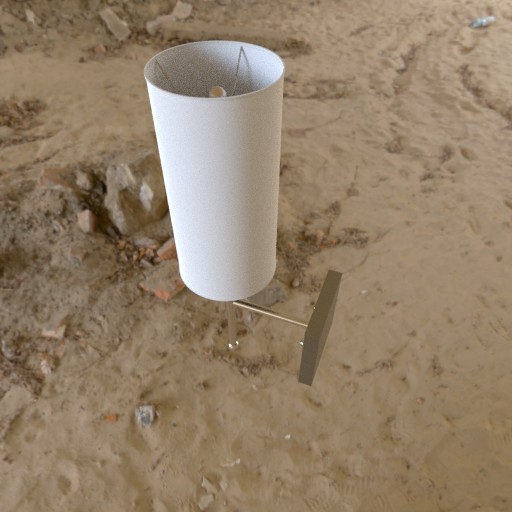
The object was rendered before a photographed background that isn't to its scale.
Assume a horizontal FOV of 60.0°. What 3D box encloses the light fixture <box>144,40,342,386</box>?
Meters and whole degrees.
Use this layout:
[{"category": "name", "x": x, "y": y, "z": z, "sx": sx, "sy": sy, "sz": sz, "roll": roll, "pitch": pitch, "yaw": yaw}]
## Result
[{"category": "light fixture", "x": 0.000, "y": 0.000, "z": 0.558, "sx": 0.208, "sy": 0.462, "sz": 0.128, "roll": 16, "pitch": 47, "yaw": 15}]
